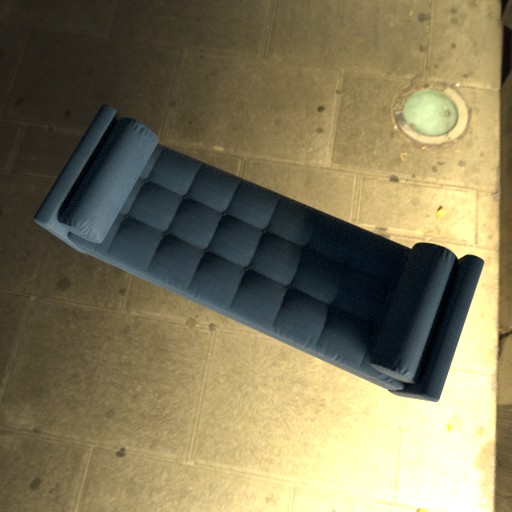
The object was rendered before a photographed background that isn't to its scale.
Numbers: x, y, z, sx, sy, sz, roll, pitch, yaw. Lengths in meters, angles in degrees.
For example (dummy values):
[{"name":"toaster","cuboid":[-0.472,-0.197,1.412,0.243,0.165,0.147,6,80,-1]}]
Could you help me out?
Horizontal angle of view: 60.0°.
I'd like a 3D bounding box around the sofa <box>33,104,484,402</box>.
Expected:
[{"name":"sofa","cuboid":[0.000,0.000,2.317,1.981,0.635,0.686,23,76,6]}]
